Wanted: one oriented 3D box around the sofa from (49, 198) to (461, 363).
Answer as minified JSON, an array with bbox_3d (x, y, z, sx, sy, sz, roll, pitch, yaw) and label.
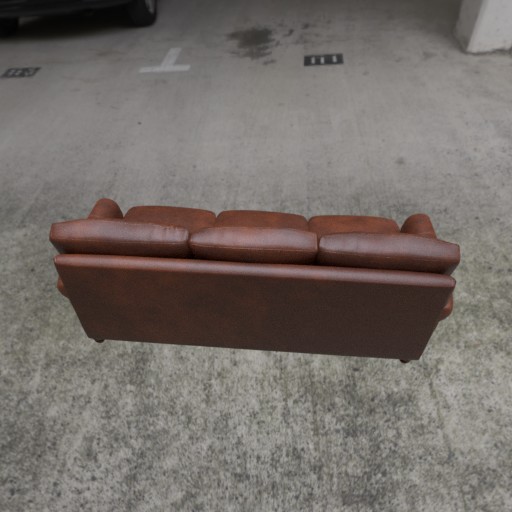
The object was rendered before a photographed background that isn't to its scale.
[{"bbox_3d":[0.000,0.000,2.914,2.351,0.977,0.973,3,45,3],"label":"sofa"}]
